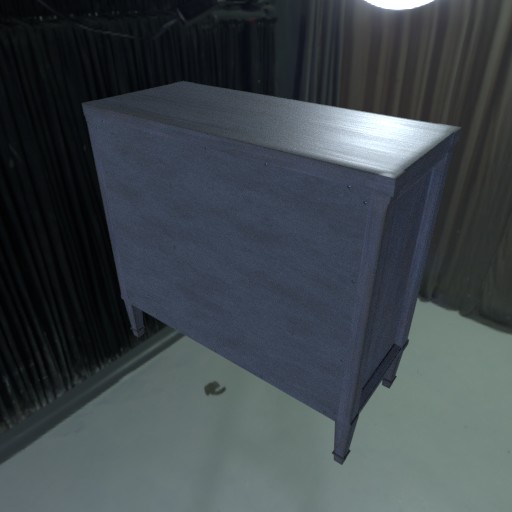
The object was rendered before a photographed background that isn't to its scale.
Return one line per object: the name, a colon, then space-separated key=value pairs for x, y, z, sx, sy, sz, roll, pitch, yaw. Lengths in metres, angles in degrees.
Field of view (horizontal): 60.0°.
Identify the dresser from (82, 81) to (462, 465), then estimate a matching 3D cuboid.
dresser: x=0.000 y=0.000 z=1.565 sx=1.049 sy=0.986 sz=0.463 roll=22 pitch=38 yaw=31
